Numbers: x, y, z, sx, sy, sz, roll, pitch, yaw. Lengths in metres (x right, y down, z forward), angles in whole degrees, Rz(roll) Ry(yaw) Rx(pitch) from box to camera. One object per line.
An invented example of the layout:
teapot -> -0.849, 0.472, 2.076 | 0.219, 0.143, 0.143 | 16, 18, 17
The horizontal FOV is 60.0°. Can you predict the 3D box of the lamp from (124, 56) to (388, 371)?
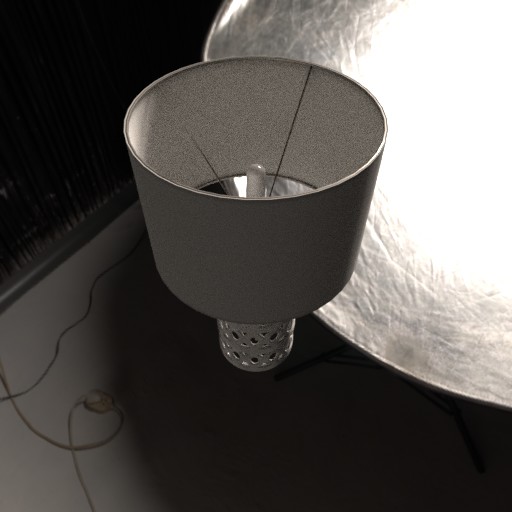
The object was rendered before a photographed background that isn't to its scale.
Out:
lamp -> 0.000, 0.000, 0.708 | 0.310, 0.502, 0.310 | 0, 48, 0
